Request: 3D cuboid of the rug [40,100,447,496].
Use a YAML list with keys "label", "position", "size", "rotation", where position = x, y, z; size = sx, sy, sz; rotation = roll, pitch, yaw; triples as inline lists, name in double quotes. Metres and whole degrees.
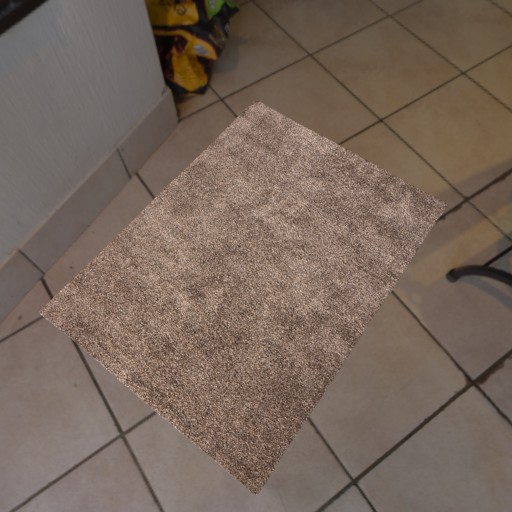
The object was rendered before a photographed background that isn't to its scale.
- label: "rug"
  position: [0.000, 0.000, 2.091]
  size: [1.198, 0.025, 1.601]
  rotation: [34, 68, 16]
